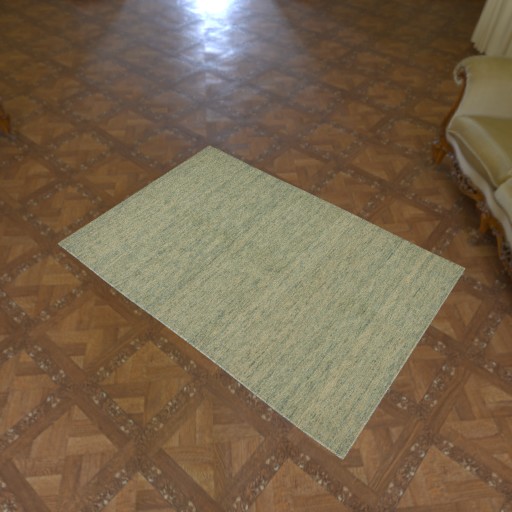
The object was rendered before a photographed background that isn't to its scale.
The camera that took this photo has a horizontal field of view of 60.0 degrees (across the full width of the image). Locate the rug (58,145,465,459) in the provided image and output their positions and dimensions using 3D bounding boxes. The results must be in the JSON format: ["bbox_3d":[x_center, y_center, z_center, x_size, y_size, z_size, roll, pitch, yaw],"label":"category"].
[{"bbox_3d":[0.000,0.000,2.985,2.283,0.013,1.547,30,54,25],"label":"rug"}]
